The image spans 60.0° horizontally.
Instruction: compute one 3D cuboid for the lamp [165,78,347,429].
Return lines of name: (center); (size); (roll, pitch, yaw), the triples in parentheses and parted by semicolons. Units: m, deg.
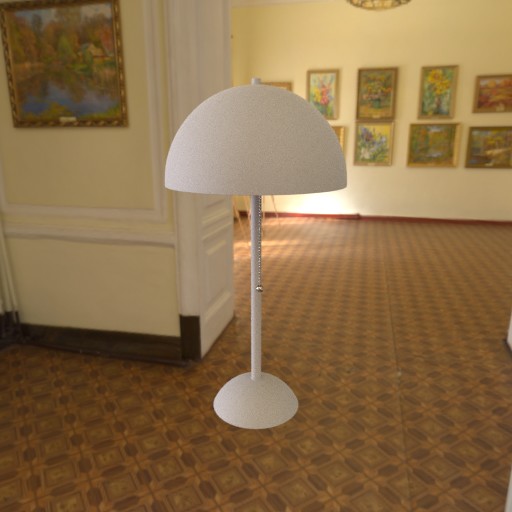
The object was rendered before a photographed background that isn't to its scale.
lamp: (0.000, 0.000, 0.441); (0.171, 0.330, 0.171); (0, 15, 0)
